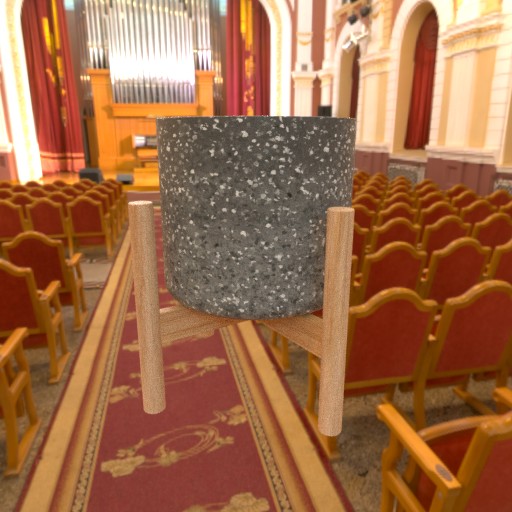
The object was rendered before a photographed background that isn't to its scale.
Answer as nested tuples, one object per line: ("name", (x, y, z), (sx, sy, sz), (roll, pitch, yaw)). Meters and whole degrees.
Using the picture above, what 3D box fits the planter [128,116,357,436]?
("planter", (0.000, 0.000, 0.544), (0.284, 0.320, 0.284), (-3, 16, -11))
